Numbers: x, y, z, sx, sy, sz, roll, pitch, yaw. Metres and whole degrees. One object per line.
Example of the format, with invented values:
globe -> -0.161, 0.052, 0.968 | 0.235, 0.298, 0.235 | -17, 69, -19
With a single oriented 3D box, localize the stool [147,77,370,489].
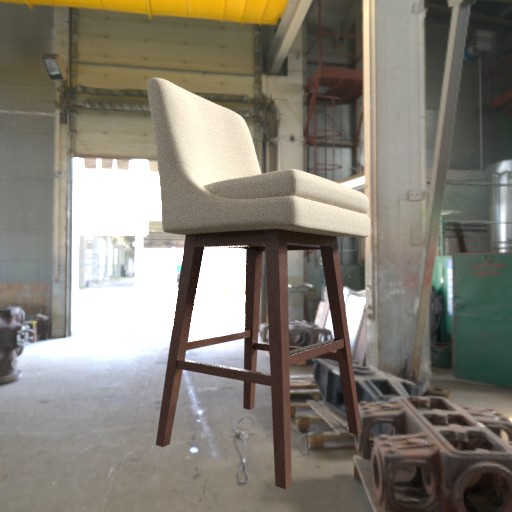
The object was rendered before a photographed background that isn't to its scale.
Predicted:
stool -> 0.000, 0.000, 1.351 | 0.559, 1.093, 0.483 | -1, -2, 36
